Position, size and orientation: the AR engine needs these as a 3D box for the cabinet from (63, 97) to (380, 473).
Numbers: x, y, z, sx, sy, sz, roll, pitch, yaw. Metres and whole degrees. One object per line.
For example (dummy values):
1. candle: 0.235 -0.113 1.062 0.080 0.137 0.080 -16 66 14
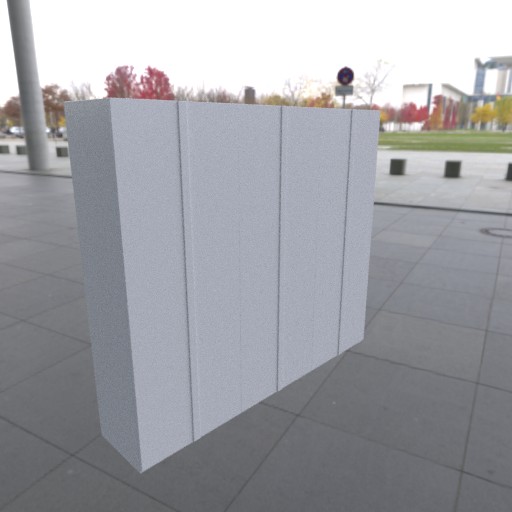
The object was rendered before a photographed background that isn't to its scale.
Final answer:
1. cabinet: 0.000 0.000 3.722 2.700 2.370 0.590 -16 22 -43
